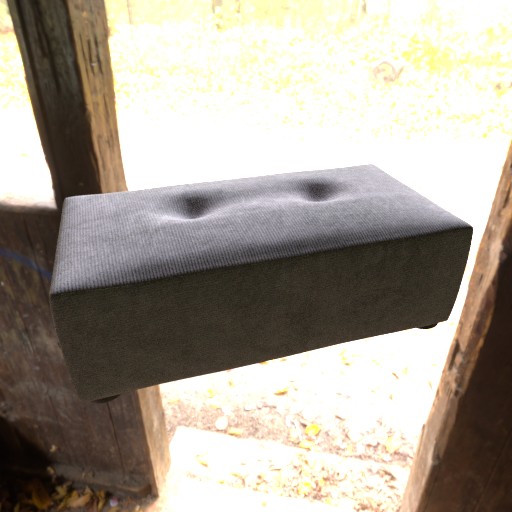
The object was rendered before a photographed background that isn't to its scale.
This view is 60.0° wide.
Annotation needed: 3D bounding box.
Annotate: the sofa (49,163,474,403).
[{"bbox_3d":[0.000,0.000,1.147,0.930,0.330,0.480,-9,32,-15],"label":"sofa"}]
